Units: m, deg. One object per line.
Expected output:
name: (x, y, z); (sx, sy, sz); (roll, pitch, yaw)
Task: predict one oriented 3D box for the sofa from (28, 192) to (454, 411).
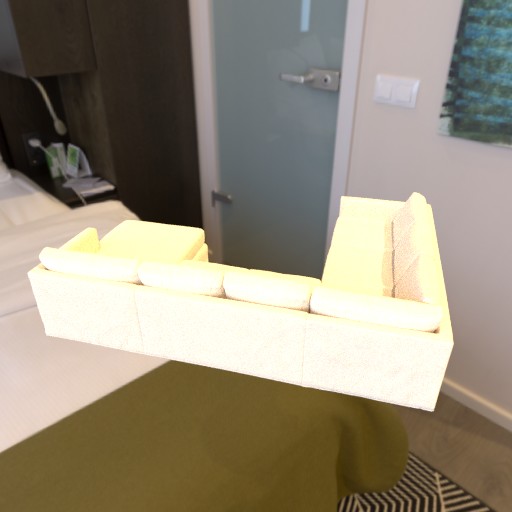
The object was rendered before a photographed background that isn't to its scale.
sofa: (0.000, 0.000, 4.531); (3.460, 0.882, 2.427); (8, 31, 13)
